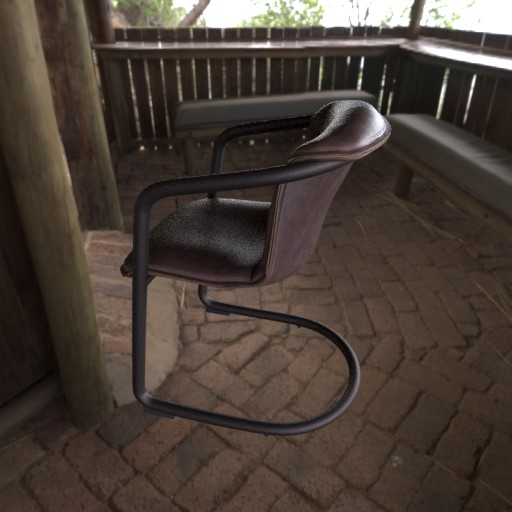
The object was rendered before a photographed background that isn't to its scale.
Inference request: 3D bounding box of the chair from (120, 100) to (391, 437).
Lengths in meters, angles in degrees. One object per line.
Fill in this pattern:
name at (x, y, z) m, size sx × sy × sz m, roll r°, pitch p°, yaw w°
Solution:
chair at (0.000, 0.000, 1.242) m, size 0.664 × 0.836 × 0.536 m, roll 8°, pitch 30°, yaw 13°
